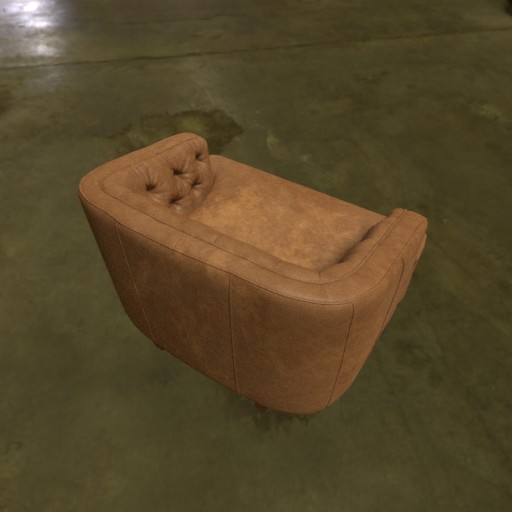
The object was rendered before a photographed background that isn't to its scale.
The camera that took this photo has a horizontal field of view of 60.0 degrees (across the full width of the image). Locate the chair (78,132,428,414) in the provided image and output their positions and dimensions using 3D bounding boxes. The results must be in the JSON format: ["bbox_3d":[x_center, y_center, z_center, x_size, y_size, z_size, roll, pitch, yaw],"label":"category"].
[{"bbox_3d":[0.000,0.000,1.779,1.119,0.836,0.911,25,50,23],"label":"chair"}]
